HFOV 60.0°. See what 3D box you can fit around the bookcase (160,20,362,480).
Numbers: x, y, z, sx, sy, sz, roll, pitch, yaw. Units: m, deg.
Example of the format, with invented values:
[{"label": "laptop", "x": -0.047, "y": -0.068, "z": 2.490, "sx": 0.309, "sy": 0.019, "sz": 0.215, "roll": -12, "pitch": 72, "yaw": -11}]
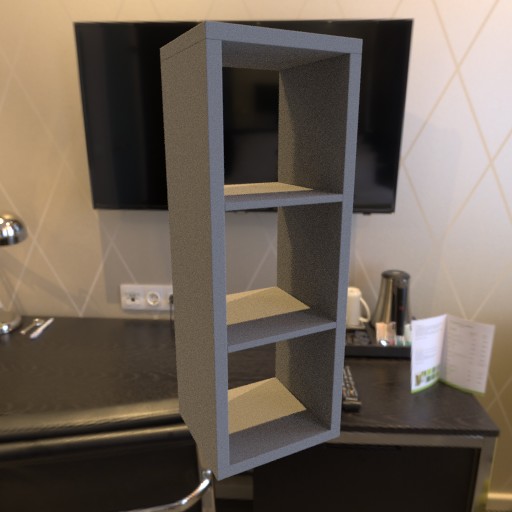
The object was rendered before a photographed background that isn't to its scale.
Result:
[{"label": "bookcase", "x": 0.000, "y": 0.000, "z": 1.232, "sx": 0.390, "sy": 1.080, "sz": 0.330, "roll": -8, "pitch": 17, "yaw": -26}]
